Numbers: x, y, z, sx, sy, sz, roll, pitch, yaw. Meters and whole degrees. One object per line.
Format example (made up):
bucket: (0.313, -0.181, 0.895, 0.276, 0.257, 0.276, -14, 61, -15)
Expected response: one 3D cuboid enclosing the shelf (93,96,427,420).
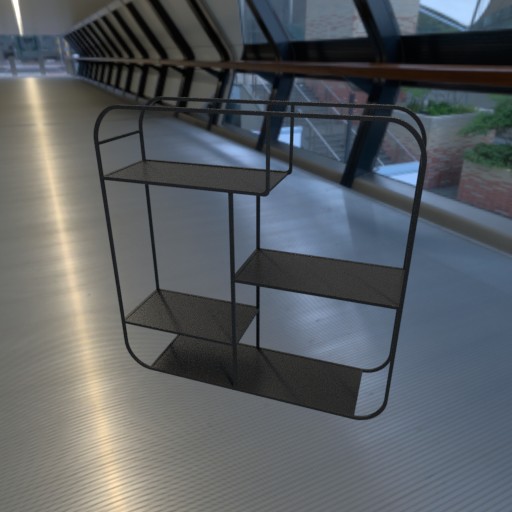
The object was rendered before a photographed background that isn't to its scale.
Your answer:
shelf: (0.000, 0.000, 0.925, 0.600, 0.600, 0.160, 8, 26, 17)
